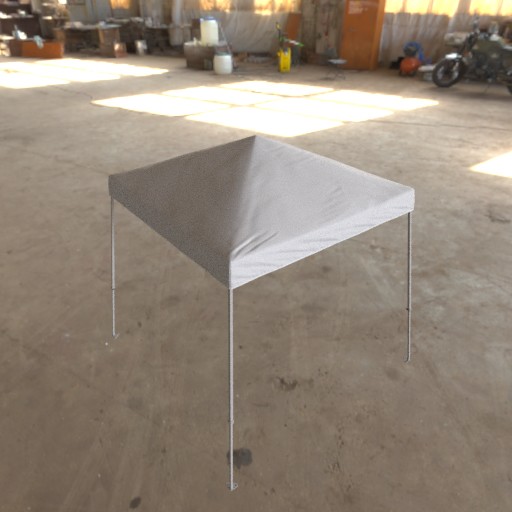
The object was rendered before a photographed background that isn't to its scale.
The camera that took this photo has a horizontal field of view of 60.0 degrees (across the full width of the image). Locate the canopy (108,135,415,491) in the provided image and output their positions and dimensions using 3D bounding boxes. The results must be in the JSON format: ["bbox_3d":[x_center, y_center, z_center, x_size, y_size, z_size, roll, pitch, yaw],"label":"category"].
[{"bbox_3d":[0.000,0.000,5.220,2.849,2.849,2.848,-22,37,-32],"label":"canopy"}]
